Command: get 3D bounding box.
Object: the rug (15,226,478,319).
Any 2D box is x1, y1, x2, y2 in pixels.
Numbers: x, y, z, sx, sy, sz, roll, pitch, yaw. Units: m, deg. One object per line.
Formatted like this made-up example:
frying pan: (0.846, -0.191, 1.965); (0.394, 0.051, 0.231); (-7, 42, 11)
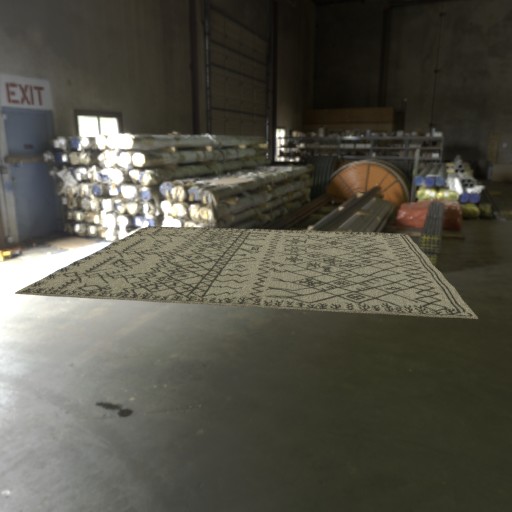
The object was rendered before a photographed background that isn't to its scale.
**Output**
rug: (0.000, 0.000, 3.217); (2.455, 0.025, 1.964); (2, 15, 8)
